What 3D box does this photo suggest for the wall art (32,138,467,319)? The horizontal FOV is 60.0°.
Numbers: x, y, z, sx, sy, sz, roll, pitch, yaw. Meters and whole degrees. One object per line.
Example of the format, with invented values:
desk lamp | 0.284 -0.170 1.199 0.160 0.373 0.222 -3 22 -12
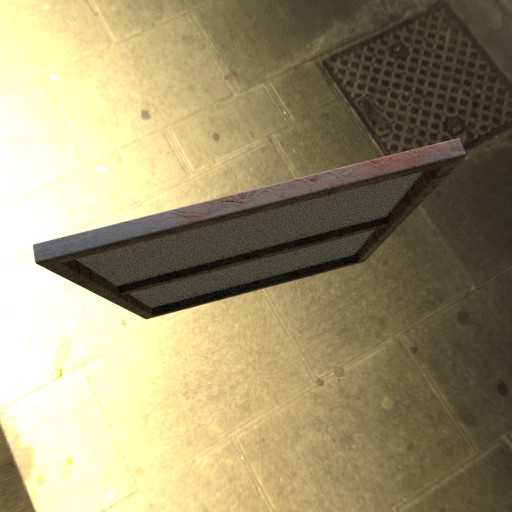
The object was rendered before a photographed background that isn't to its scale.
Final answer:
wall art | 0.000 0.000 1.100 0.747 0.747 0.035 -15 75 -4
